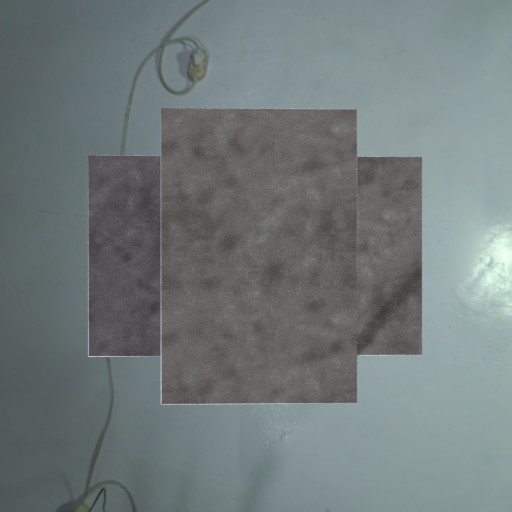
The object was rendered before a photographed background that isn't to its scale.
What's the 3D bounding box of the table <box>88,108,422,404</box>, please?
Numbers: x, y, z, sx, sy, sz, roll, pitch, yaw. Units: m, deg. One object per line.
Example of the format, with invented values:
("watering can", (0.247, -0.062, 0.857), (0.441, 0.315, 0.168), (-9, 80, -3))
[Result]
("table", (0.000, 0.000, 1.998), (1.443, 0.700, 1.100), (0, 90, -1))
